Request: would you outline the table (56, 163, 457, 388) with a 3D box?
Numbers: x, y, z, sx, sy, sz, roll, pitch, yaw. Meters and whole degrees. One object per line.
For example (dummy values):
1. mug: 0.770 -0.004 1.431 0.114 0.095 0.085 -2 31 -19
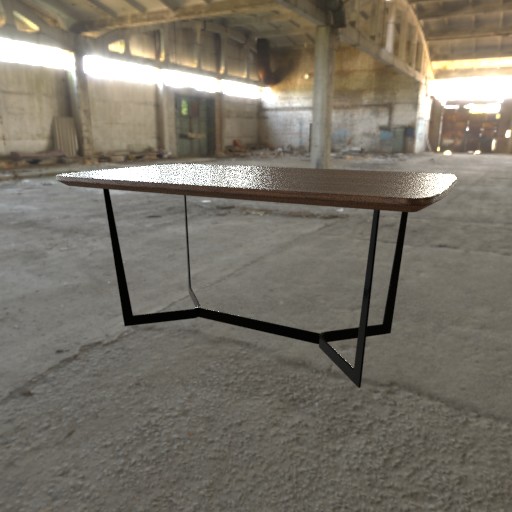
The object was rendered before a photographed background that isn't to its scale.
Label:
1. table: 0.000 0.000 2.111 1.643 0.765 0.949 8 17 27
